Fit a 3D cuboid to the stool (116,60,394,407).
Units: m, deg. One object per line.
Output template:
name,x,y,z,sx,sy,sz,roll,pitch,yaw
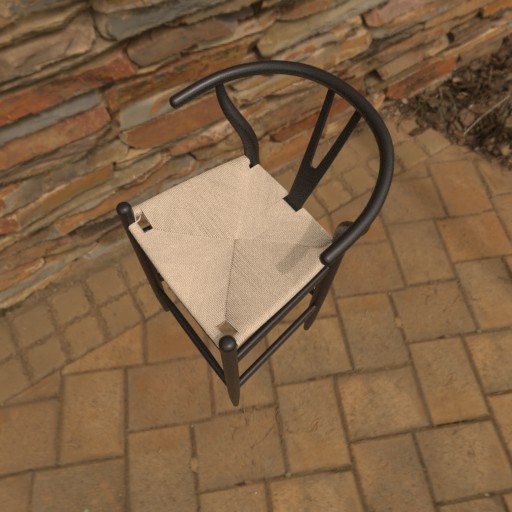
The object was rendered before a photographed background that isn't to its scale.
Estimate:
stool,0.000,0.000,1.351,0.579,0.970,0.569,-35,67,-17
